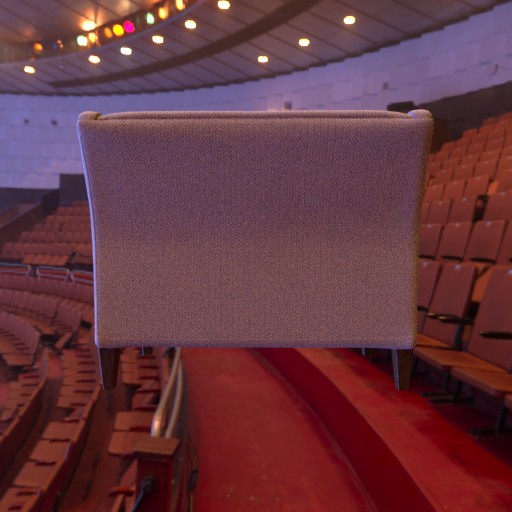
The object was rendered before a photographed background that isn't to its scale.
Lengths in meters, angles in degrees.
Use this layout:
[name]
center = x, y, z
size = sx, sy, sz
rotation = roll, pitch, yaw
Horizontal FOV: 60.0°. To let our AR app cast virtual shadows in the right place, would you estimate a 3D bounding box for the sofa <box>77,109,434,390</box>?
[sofa]
center = 0.000, 0.000, 1.927
size = 1.242, 1.022, 0.870
rotation = 0, 0, 1
